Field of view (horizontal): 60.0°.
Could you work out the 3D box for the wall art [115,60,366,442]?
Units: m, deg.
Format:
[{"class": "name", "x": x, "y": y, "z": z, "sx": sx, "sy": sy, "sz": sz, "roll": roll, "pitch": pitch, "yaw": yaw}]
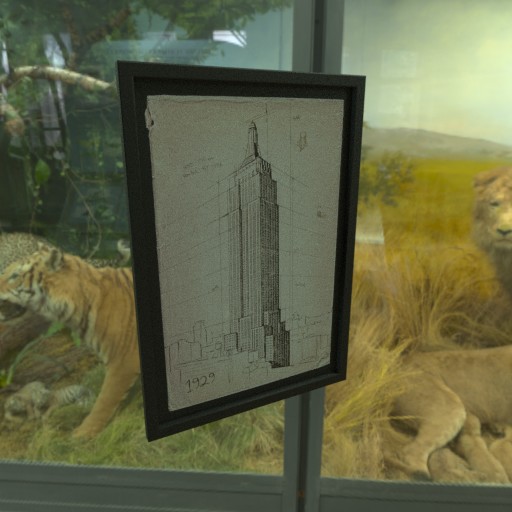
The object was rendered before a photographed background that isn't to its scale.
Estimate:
[{"class": "wall art", "x": 0.000, "y": 0.000, "z": 0.553, "sx": 0.303, "sy": 0.431, "sz": 0.013, "roll": -8, "pitch": 18, "yaw": -26}]
